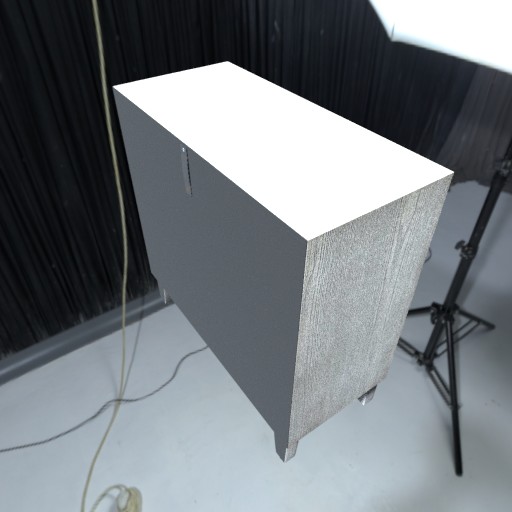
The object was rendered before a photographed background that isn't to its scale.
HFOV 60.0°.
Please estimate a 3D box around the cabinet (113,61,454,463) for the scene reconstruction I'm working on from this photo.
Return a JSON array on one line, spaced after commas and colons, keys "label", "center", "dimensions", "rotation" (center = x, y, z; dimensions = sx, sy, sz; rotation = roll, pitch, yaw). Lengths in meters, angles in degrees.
[{"label": "cabinet", "center": [0.000, 0.000, 1.241], "dimensions": [0.370, 0.787, 0.781], "rotation": [-25, 46, -26]}]
